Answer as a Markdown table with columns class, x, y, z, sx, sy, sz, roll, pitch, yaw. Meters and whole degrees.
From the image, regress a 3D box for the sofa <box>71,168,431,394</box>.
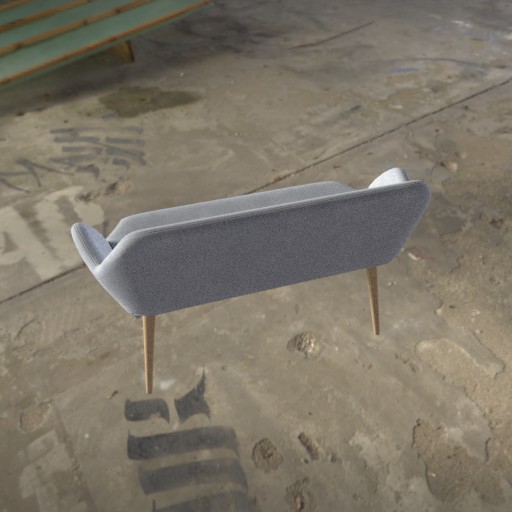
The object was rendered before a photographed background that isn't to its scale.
| class | x | y | z | sx | sy | sz | roll | pitch | yaw |
| --- | --- | --- | --- | --- | --- | --- | --- | --- | --- |
| sofa | 0.000 | 0.000 | 1.581 | 1.150 | 0.840 | 0.610 | -12 | 44 | -12 |
